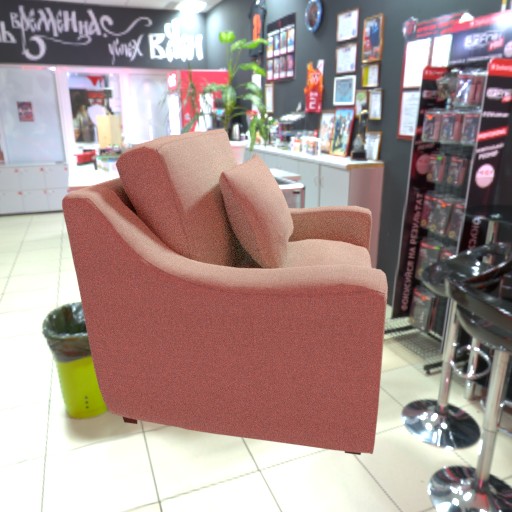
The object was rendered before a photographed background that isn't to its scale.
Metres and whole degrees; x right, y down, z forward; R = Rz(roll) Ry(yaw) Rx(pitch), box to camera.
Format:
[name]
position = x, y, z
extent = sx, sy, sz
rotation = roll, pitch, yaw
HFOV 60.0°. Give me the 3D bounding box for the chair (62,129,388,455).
[chair]
position = 0.000, 0.000, 1.890
extent = 1.009, 1.016, 1.178
rotation = 3, 18, 11
